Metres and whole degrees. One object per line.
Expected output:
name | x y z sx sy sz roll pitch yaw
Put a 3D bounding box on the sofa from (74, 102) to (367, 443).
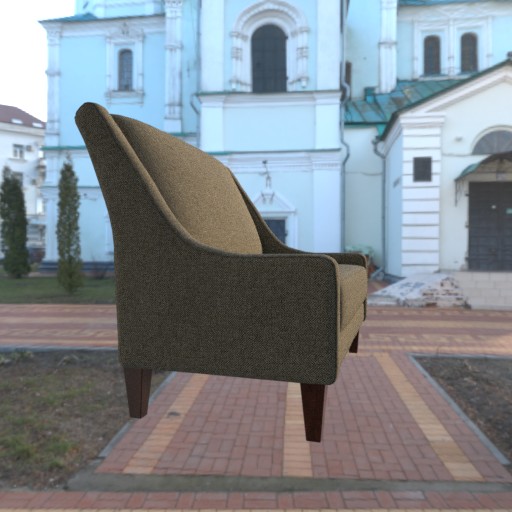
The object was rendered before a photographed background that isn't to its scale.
sofa | 0.000 0.000 1.893 0.870 1.021 1.242 0 1 18
